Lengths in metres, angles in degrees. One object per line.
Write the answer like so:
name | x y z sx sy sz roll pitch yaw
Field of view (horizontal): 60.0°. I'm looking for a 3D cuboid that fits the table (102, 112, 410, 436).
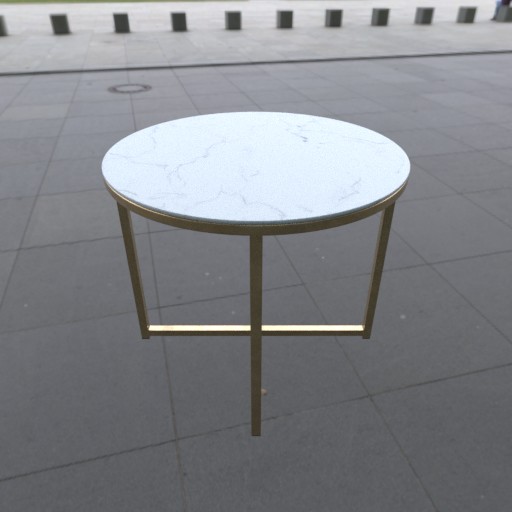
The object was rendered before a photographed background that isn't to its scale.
table | 0.000 0.000 0.860 0.500 0.420 0.500 0 33 0
